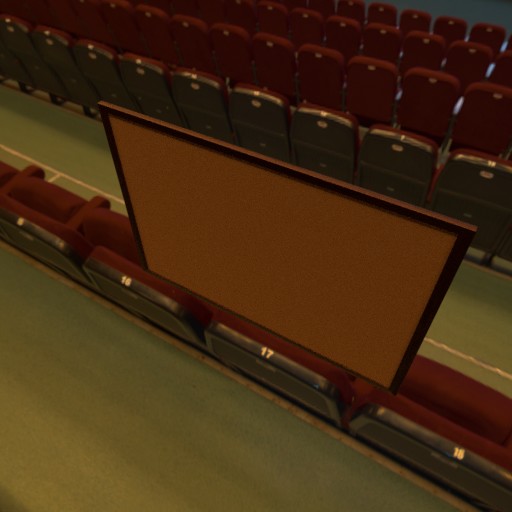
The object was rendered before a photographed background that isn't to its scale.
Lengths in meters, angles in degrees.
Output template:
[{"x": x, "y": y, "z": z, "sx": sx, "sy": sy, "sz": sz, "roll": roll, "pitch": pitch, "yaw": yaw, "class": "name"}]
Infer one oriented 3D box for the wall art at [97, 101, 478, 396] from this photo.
[{"x": 0.000, "y": 0.000, "z": 1.047, "sx": 0.816, "sy": 0.559, "sz": 0.014, "roll": 23, "pitch": 51, "yaw": 21, "class": "wall art"}]
